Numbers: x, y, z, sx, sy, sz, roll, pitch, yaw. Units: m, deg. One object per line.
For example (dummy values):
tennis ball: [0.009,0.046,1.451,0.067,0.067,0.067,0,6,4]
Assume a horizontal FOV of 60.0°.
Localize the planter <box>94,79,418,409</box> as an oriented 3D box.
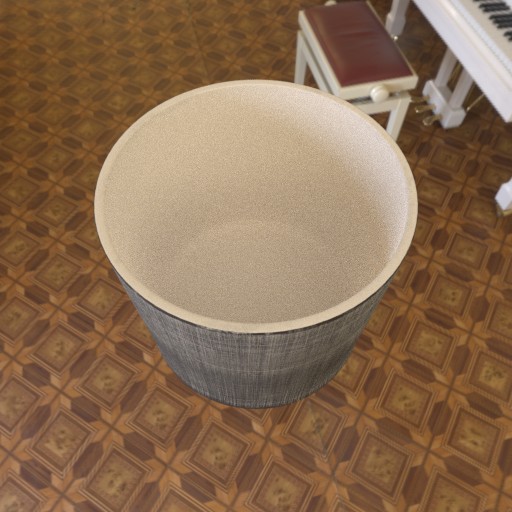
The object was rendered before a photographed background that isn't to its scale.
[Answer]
planter: [0.000,0.000,0.314,0.178,0.157,0.178,0,59,0]
